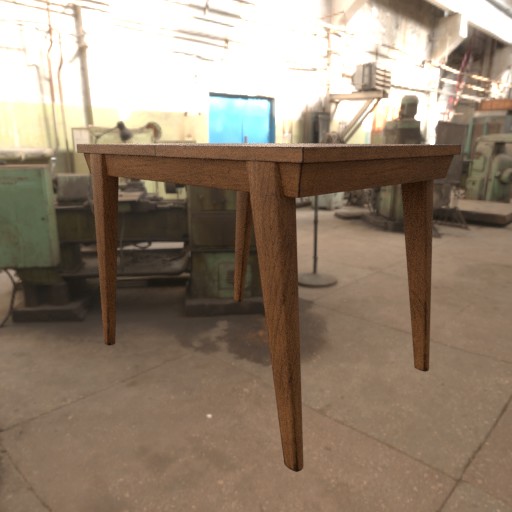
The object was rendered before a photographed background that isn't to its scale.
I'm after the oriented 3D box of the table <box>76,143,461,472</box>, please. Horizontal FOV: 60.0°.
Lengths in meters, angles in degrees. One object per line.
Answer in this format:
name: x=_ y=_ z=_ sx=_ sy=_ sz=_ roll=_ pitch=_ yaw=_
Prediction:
table: x=0.000 y=0.000 z=1.553 sx=0.757 sy=0.760 sz=1.027 roll=-14 pitch=20 yaw=-43
